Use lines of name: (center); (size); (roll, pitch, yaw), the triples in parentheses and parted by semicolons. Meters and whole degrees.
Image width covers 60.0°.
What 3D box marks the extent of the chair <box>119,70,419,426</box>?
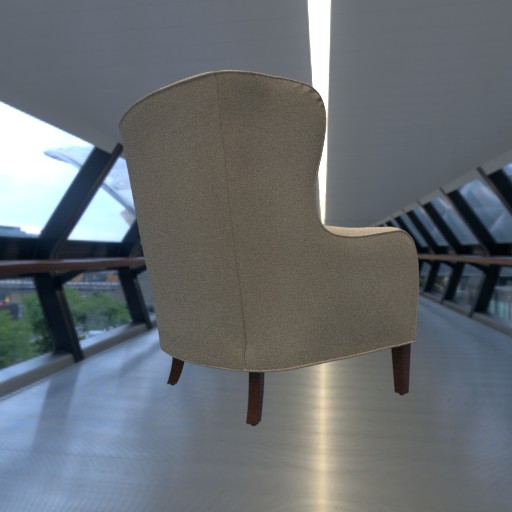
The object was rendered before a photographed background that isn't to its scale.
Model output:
chair: (0.000, 0.000, 1.703); (0.966, 1.040, 0.838); (0, -1, -37)
